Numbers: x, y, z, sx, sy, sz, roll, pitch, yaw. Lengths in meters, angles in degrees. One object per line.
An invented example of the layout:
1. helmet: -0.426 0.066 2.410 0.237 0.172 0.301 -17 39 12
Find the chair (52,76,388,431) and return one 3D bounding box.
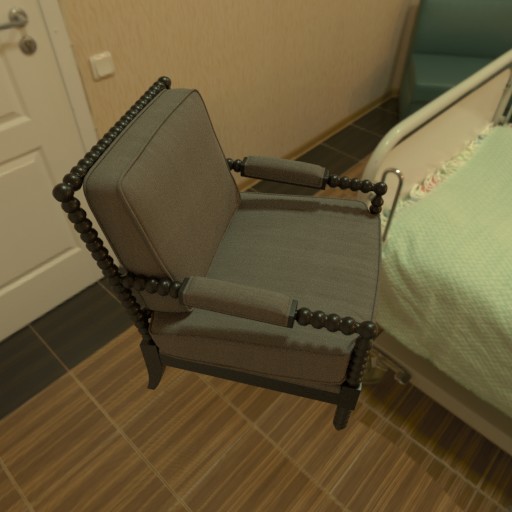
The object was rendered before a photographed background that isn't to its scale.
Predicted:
1. chair: 0.000 0.000 1.108 0.622 0.661 0.540 10 46 10
